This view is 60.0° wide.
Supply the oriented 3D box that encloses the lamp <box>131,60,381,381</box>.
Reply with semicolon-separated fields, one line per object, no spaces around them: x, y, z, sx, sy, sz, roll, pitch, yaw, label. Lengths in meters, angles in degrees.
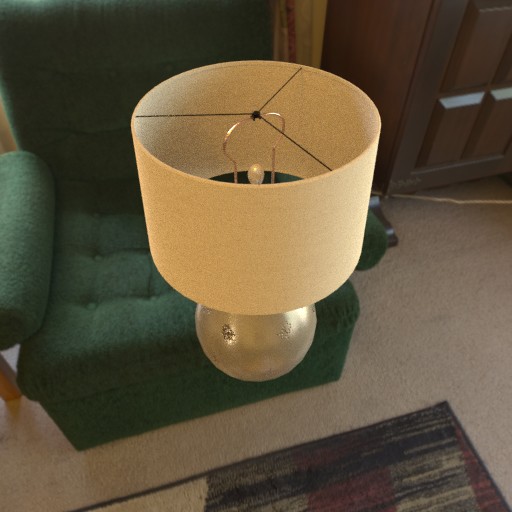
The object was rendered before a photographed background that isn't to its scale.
0.000;0.000;0.741;0.330;0.521;0.330;0;46;0;lamp
